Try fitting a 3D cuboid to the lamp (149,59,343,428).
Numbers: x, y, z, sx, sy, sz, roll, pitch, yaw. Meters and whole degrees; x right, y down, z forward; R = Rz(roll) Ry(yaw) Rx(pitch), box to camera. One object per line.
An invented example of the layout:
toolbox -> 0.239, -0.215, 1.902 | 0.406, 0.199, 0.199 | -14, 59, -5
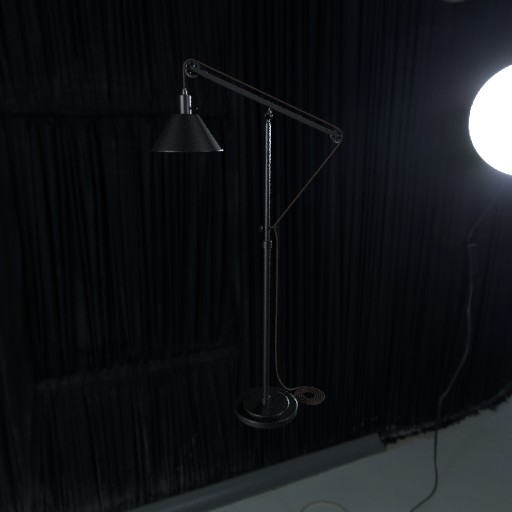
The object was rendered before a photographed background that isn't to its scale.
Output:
lamp -> 0.000, 0.000, 2.023 | 0.904, 1.626, 0.319 | -7, 17, -25
